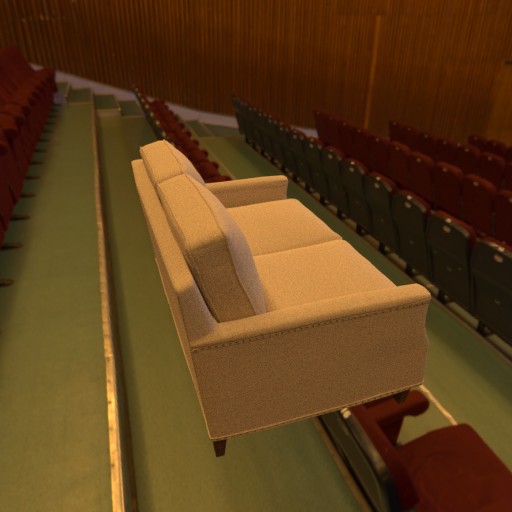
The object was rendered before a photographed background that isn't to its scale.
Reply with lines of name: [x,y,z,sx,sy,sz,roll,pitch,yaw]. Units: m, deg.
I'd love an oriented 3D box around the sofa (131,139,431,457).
sofa: [0.000,0.000,2.338,1.084,1.003,1.597,-9,30,-17]
